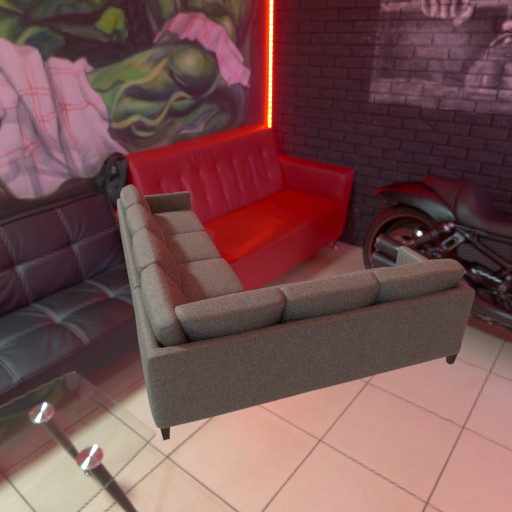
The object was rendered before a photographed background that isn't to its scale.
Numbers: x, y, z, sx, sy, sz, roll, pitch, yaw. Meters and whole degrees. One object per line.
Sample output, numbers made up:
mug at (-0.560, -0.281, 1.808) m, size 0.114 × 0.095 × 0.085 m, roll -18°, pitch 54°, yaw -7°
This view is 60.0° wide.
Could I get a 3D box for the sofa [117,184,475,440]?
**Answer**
sofa at (0.000, 0.000, 4.594) m, size 2.593 × 0.947 × 3.302 m, roll -9°, pitch 28°, yaw -17°
